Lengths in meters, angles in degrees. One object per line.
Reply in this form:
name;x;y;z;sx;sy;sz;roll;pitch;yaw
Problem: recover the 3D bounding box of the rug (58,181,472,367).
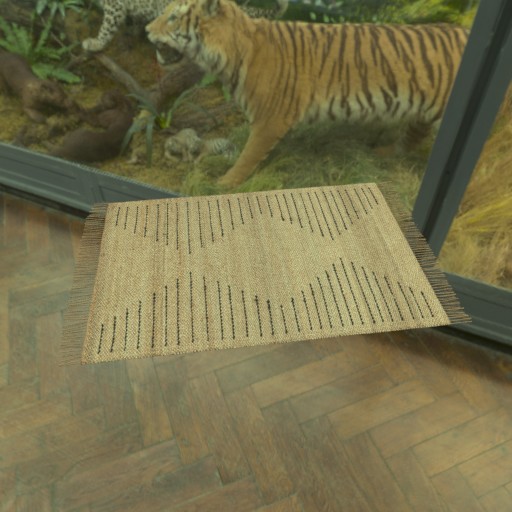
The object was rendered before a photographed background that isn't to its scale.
rug;0.000;0.000;2.590;2.085;0.027;1.224;-5;45;-5
